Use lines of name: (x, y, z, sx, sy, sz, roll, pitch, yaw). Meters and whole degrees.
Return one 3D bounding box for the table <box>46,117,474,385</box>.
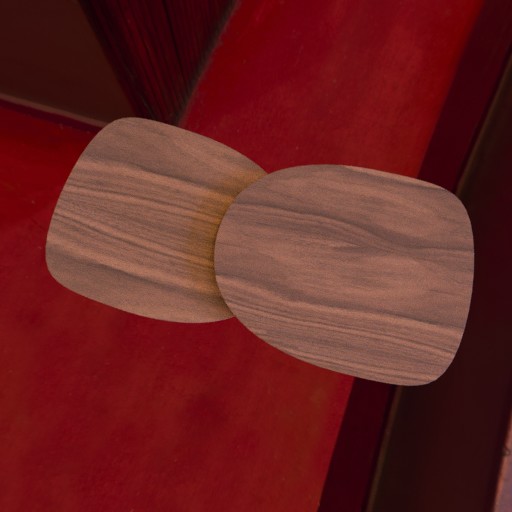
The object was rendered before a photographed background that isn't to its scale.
table: (0.000, 0.000, 1.314, 1.084, 0.429, 0.527, 16, 78, 4)
